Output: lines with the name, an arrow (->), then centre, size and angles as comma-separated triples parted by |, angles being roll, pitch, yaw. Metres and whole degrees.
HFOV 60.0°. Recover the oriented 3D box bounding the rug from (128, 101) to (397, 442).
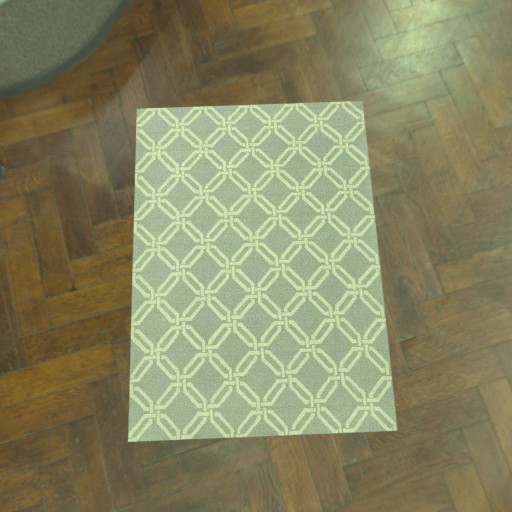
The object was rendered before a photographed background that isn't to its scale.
rug -> 0.000, 0.000, 4.398 | 2.438, 0.013, 3.353 | -2, 77, -1
